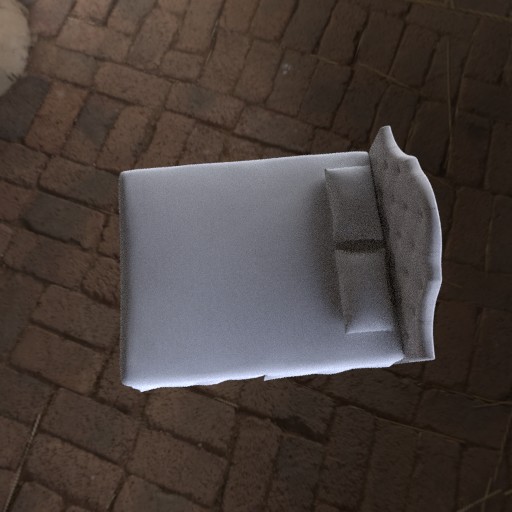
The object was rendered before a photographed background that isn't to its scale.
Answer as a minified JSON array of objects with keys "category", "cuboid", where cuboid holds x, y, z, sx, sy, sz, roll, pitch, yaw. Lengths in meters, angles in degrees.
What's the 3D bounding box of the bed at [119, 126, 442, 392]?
[{"category":"bed","cuboid":[0.000,0.000,3.748,2.477,1.617,2.039,-5,75,-1]}]
